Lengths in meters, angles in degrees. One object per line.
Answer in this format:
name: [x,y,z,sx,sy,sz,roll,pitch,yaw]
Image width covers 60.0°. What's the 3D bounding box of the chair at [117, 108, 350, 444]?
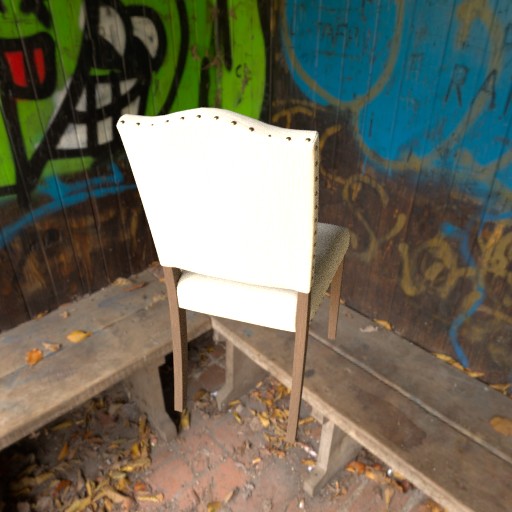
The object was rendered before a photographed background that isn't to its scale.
chair: [0.000,0.000,1.376,0.508,1.015,0.619,10,33,15]
